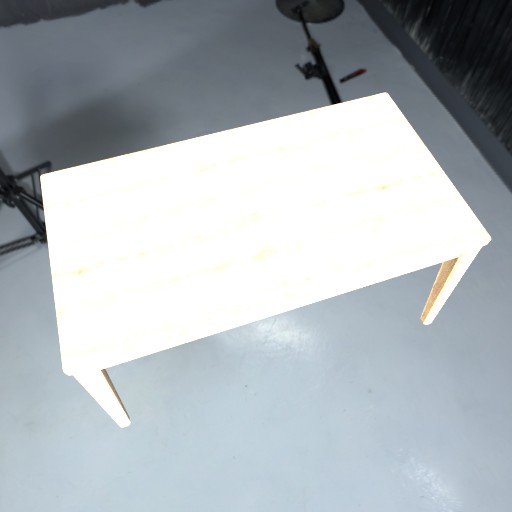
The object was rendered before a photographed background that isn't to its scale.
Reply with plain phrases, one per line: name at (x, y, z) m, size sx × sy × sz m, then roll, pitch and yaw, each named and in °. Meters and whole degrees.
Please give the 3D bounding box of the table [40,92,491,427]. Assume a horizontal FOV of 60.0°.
table at (0.000, 0.000, 2.023) m, size 1.600 × 0.760 × 0.900 m, roll -16°, pitch 61°, yaw -9°
